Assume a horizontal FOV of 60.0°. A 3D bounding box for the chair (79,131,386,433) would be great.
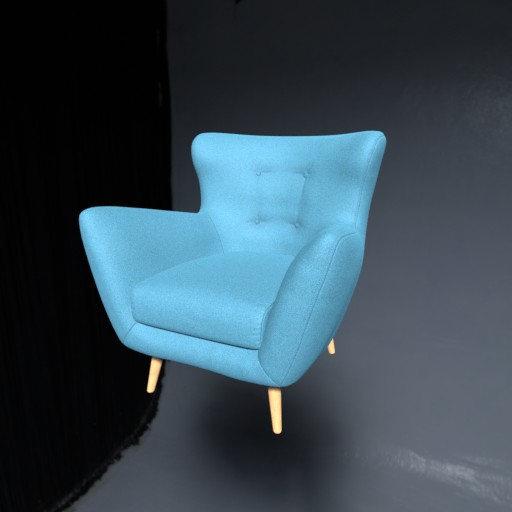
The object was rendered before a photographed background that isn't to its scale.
[{"bbox_3d":[0.000,0.000,1.632,0.890,0.889,0.889,7,16,26],"label":"chair"}]
